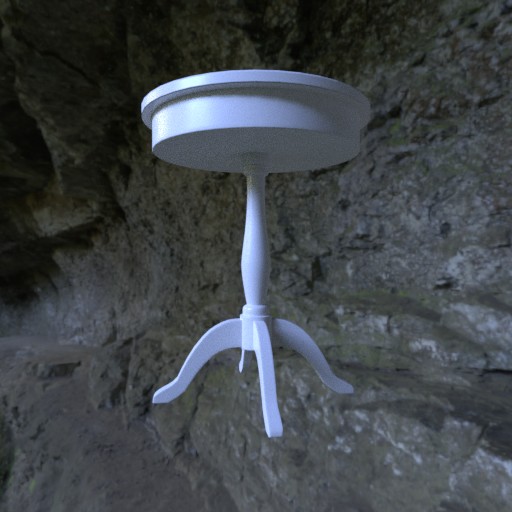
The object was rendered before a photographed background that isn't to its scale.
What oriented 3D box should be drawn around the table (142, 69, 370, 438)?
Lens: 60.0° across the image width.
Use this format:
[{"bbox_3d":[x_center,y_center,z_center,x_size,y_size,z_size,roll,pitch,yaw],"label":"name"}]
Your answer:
[{"bbox_3d":[0.000,0.000,1.027,0.513,0.653,0.513,0,1,0],"label":"table"}]
